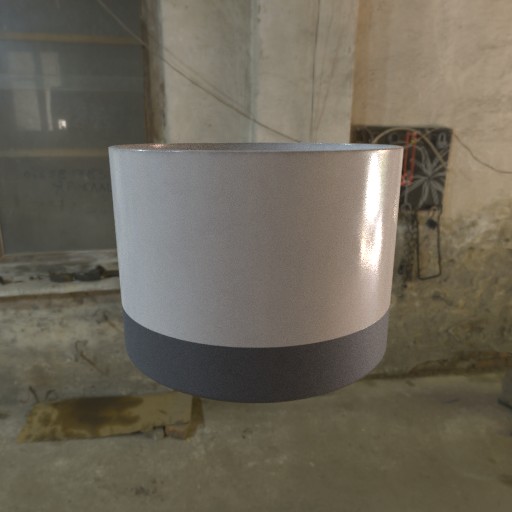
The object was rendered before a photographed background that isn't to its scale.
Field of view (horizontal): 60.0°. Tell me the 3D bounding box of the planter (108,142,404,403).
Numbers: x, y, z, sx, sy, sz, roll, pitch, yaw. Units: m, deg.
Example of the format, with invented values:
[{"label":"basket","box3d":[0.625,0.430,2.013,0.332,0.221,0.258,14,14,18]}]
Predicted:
[{"label":"planter","box3d":[0.000,0.000,0.216,0.128,0.105,0.128,0,16,0]}]
